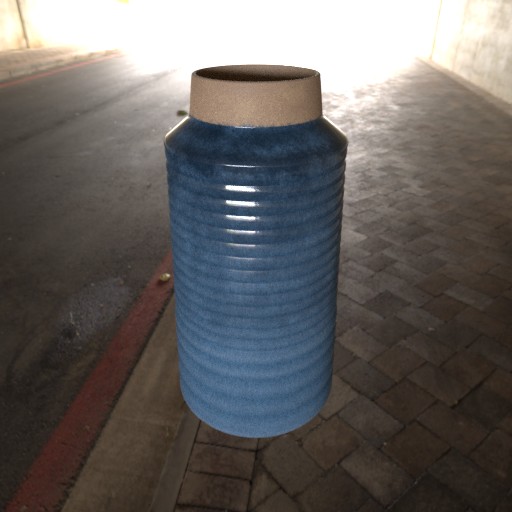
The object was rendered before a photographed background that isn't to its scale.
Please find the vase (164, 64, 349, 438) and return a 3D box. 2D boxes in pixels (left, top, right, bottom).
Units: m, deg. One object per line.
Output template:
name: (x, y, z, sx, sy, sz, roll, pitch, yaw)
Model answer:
vase: (0.000, 0.000, 0.408, 0.163, 0.316, 0.163, 0, 30, 0)
